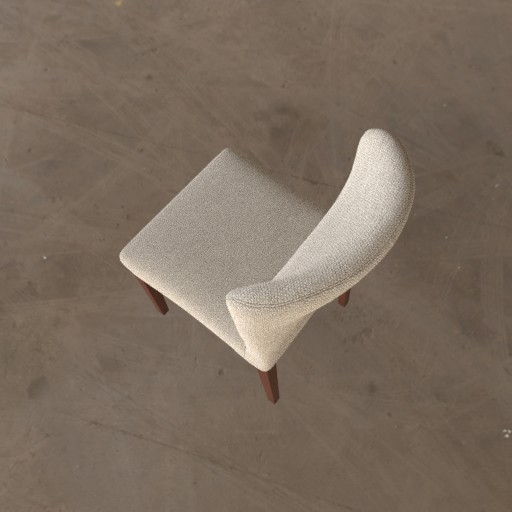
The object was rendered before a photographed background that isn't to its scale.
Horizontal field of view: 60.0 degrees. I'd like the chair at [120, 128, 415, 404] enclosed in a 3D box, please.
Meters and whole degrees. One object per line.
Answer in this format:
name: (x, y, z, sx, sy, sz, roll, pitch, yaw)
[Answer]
chair: (0.000, 0.000, 1.193, 0.589, 0.839, 0.491, 34, 68, 16)
